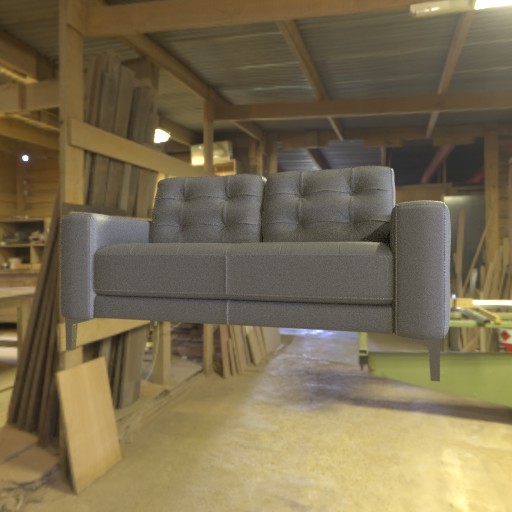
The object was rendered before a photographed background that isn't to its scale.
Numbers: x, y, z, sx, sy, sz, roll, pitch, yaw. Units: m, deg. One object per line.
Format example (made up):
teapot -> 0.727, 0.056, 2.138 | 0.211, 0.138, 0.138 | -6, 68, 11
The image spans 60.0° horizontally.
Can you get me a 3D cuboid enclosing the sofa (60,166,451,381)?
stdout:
sofa -> 0.000, 0.000, 2.210 | 1.726, 0.893, 0.833 | 0, 0, 18
